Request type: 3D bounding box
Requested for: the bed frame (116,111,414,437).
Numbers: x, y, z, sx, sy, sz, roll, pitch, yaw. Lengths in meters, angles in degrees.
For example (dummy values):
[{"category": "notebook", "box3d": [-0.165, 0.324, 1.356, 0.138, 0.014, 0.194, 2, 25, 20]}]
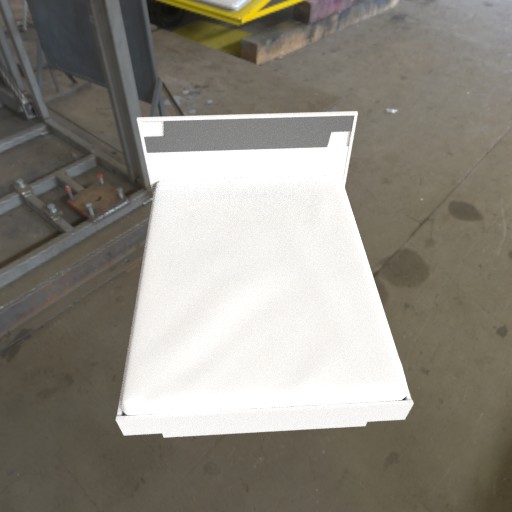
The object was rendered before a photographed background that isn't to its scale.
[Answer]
[{"category": "bed frame", "box3d": [0.000, 0.000, 3.078, 1.711, 1.001, 2.100, -2, 46, -2]}]
